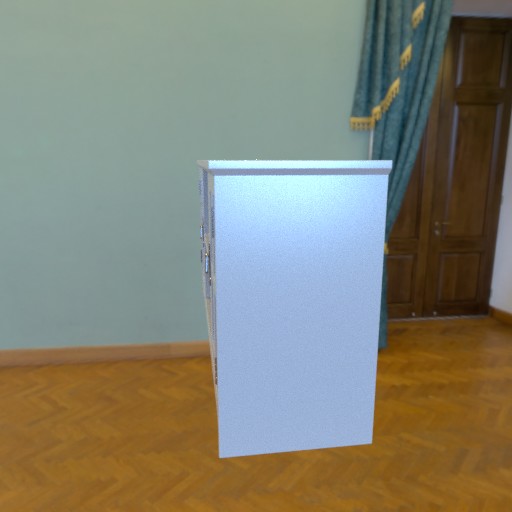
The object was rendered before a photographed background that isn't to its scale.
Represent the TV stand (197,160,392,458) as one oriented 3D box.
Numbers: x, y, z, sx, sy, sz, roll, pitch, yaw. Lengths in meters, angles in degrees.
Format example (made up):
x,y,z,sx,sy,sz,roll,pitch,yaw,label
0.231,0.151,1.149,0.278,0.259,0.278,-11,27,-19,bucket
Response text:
x,y,z,sx,sy,sz,roll,pitch,yaw,label
0.000,0.000,1.431,0.344,0.603,1.167,-2,12,-8,TV stand
